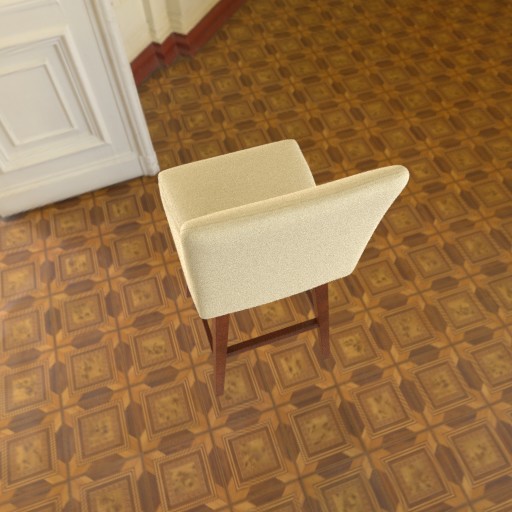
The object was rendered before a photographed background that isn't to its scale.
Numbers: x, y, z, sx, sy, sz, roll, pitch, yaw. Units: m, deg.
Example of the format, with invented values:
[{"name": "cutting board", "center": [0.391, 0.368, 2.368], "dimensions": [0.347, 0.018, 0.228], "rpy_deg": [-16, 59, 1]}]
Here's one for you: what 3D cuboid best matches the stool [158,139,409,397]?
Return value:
[{"name": "stool", "center": [0.000, 0.000, 1.373], "dimensions": [0.470, 1.097, 0.559], "rpy_deg": [-16, 58, -10]}]
